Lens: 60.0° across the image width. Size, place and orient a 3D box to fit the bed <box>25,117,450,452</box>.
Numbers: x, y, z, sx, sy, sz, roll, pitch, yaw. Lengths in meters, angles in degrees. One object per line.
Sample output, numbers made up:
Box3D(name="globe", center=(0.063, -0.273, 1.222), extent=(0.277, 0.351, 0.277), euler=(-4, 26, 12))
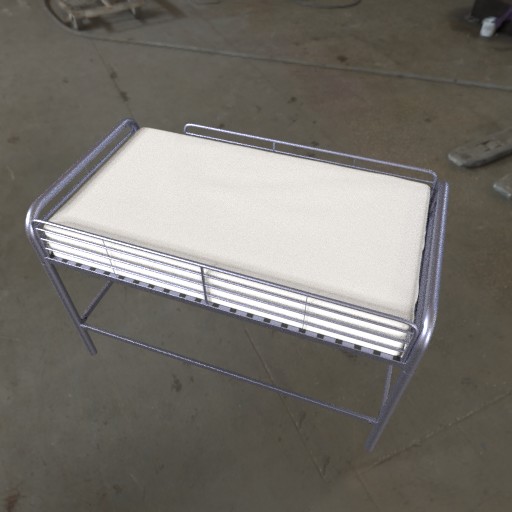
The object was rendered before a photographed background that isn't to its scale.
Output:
Box3D(name="bed", center=(0.000, 0.000, 2.830), extent=(1.965, 1.288, 1.415), euler=(15, 49, 13))
